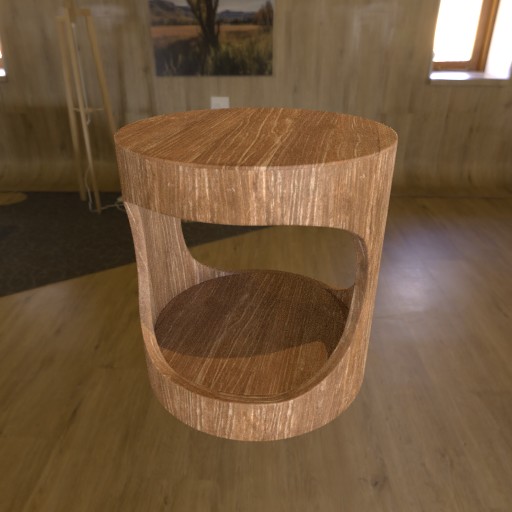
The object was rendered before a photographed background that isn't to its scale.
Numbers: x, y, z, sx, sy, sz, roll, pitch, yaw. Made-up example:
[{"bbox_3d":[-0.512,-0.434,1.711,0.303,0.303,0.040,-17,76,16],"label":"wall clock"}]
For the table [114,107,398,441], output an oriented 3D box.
[{"bbox_3d":[0.000,0.000,0.980,0.527,0.551,0.527,0,27,0],"label":"table"}]
